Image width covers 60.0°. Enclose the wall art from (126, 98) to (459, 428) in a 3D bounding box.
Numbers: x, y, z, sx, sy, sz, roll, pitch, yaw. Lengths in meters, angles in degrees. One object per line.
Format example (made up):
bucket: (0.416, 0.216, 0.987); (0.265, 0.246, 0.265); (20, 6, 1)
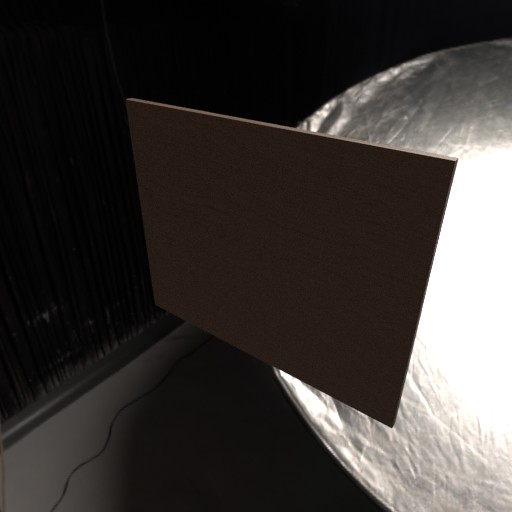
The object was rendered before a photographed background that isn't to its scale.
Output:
wall art: (0.000, 0.000, 0.683); (0.508, 0.406, 0.013); (21, 36, 31)
